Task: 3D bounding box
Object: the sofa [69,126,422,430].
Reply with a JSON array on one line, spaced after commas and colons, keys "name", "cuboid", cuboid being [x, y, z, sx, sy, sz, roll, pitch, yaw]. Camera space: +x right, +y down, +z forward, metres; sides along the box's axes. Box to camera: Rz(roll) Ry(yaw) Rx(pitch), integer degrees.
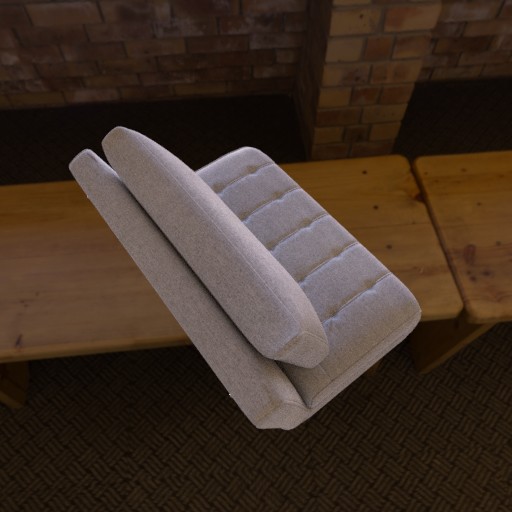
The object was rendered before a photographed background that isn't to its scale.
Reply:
[{"name": "sofa", "cuboid": [0.000, 0.000, 1.874, 0.910, 0.910, 1.220, -33, 64, -19]}]
